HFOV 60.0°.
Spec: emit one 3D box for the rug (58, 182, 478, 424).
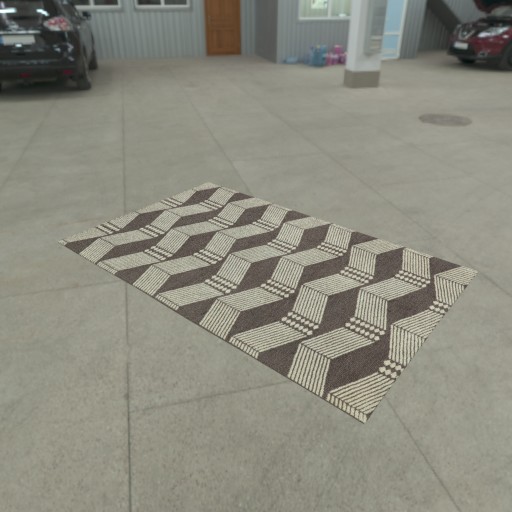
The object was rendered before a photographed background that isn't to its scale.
[{"bbox_3d":[0.000,0.000,3.001,2.435,0.011,1.517,23,38,34],"label":"rug"}]
